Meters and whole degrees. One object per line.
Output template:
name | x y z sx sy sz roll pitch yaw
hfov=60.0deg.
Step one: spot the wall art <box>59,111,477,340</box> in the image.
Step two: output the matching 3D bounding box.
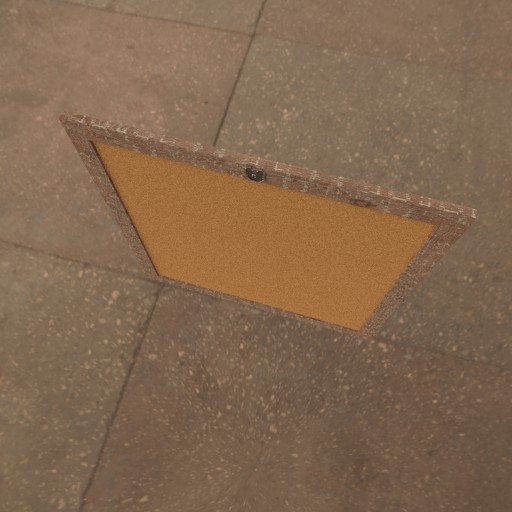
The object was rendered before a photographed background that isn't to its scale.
wall art | 0.000 0.000 0.567 0.384 0.384 0.012 15 65 7
